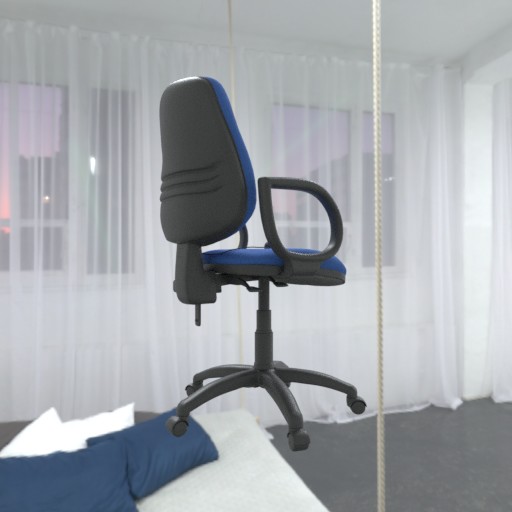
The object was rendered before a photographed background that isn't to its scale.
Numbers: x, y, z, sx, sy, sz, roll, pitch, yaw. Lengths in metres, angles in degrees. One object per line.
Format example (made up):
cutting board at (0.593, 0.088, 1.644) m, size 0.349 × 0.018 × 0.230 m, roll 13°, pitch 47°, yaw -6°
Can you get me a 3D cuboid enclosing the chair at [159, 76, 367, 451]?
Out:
chair at (0.000, 0.000, 1.268) m, size 0.549 × 0.905 × 0.552 m, roll 0°, pitch -1°, yaw -37°
